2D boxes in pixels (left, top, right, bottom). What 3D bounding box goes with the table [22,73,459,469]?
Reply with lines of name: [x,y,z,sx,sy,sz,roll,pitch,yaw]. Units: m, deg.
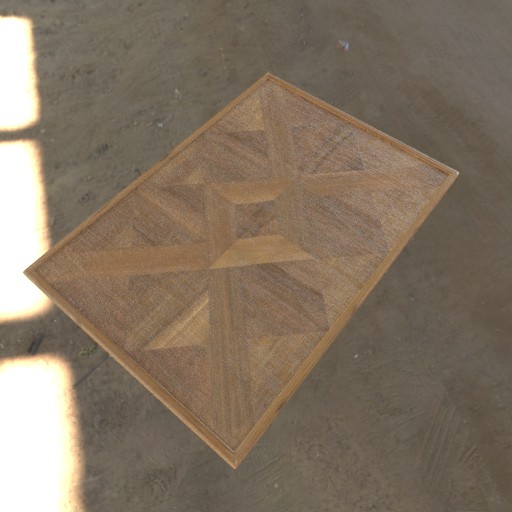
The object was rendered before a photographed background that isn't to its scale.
table: [0.000,0.000,1.694,0.877,0.492,1.238,35,65,19]
